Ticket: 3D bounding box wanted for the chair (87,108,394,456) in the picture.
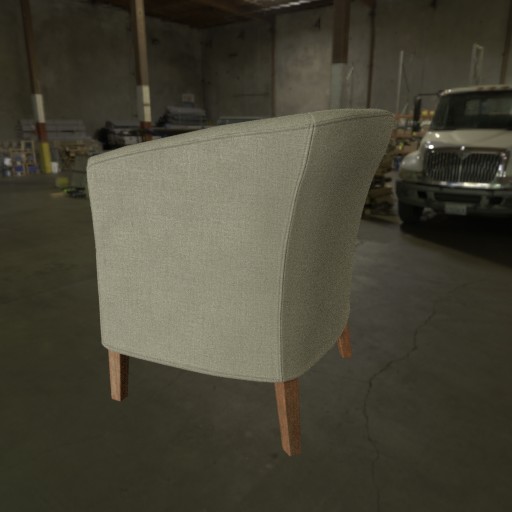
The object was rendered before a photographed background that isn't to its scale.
[{"bbox_3d":[0.000,0.000,1.242,0.668,0.771,0.600,8,18,24],"label":"chair"}]
